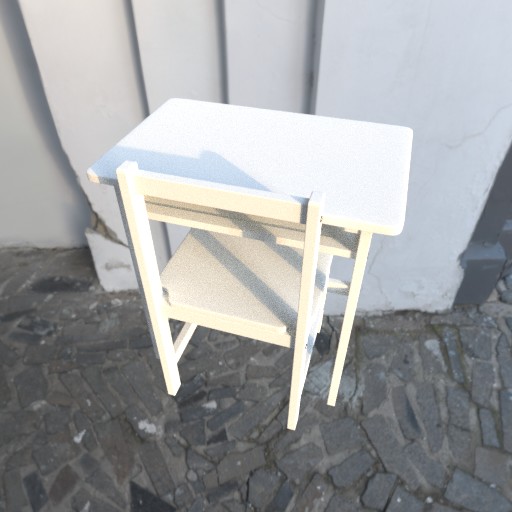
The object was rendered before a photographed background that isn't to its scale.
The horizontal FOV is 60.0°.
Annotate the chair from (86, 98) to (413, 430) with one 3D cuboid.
[{"bbox_3d":[0.000,0.000,1.076,0.599,0.673,0.461,11,42,13],"label":"chair"}]
